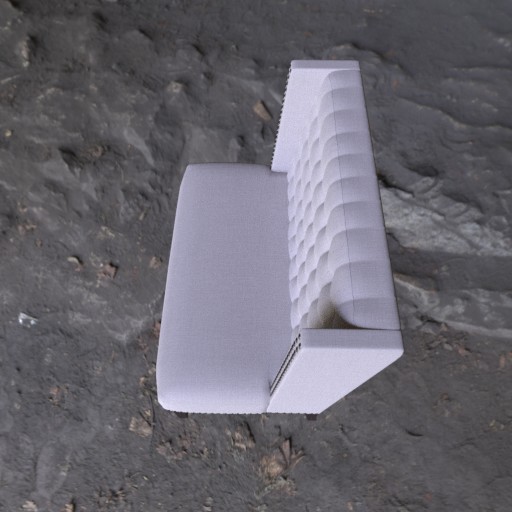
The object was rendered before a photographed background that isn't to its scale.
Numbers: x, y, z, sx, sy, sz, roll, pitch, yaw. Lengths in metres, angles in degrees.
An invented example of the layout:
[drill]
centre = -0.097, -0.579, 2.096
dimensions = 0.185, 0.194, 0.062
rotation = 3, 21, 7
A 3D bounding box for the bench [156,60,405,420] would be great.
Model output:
[bench]
centre = 0.000, 0.000, 2.013
dimensions = 0.847, 1.123, 1.280
rotation = 1, 60, 1
